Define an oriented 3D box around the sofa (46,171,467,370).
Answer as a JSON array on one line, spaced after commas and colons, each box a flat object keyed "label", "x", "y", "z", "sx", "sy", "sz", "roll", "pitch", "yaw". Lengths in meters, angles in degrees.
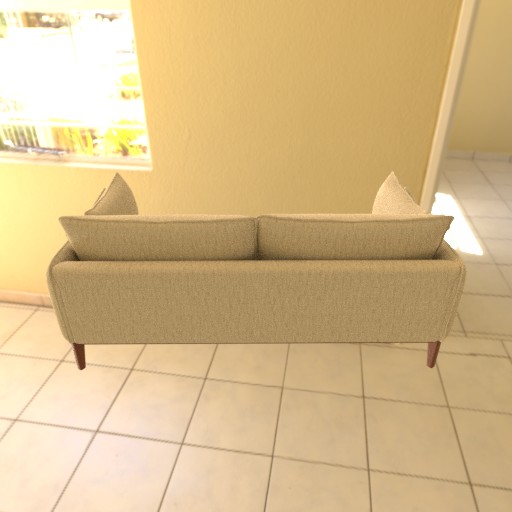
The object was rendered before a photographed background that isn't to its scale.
[{"label": "sofa", "x": 0.000, "y": 0.000, "z": 2.523, "sx": 1.989, "sy": 0.860, "sz": 0.991, "roll": 0, "pitch": 31, "yaw": 0}]
